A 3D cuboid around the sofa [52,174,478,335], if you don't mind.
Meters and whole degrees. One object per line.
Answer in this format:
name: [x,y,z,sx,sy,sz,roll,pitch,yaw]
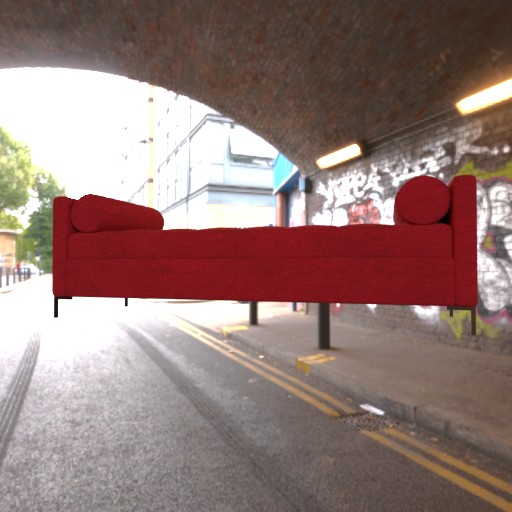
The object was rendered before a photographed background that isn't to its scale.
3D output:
sofa: [0.000,0.000,2.307,1.981,0.635,0.686,0,-1,17]
